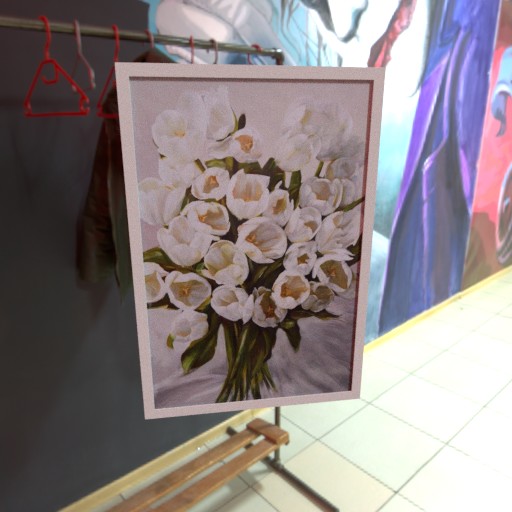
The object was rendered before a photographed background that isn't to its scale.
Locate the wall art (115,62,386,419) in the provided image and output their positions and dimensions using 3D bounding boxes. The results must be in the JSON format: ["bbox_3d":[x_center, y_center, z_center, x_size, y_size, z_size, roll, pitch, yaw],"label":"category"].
[{"bbox_3d":[0.000,0.000,1.214,0.660,0.965,0.015,-3,17,-9],"label":"wall art"}]
